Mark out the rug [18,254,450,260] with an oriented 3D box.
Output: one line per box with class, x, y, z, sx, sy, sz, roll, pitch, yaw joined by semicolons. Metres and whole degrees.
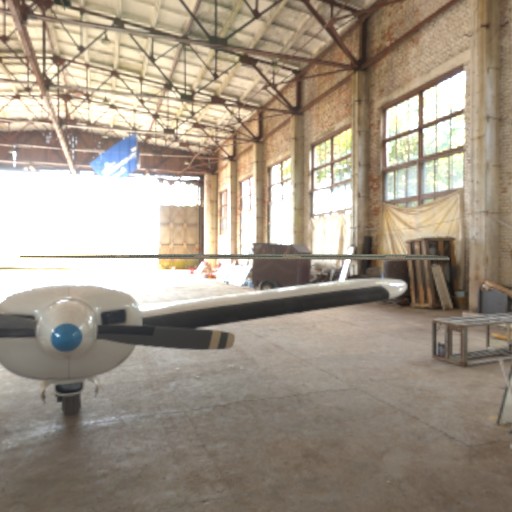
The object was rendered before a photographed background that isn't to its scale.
rug;0.000;0.000;4.110;3.049;0.021;2.466;0;0;17
